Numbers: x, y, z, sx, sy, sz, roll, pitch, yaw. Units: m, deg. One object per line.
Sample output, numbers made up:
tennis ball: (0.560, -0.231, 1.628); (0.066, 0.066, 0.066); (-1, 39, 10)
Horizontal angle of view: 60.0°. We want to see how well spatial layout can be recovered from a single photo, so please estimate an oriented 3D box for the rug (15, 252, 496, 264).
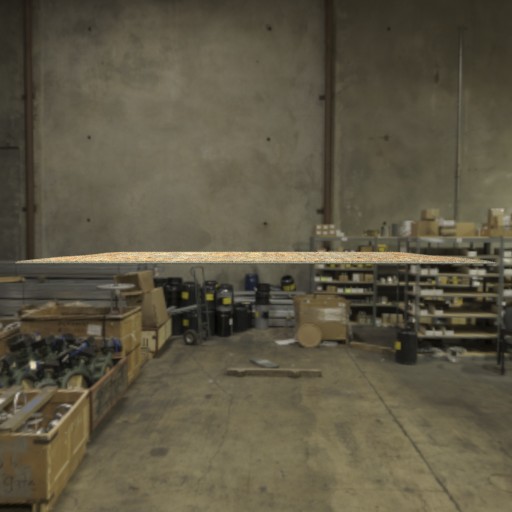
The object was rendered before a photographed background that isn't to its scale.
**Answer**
rug: (0.000, 0.000, 3.890); (3.063, 0.024, 2.158); (0, 2, 1)
